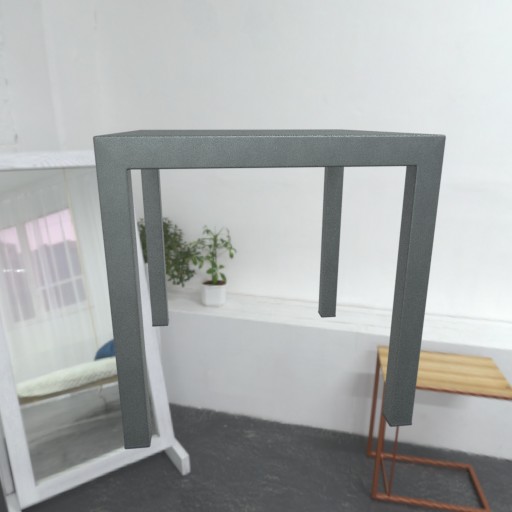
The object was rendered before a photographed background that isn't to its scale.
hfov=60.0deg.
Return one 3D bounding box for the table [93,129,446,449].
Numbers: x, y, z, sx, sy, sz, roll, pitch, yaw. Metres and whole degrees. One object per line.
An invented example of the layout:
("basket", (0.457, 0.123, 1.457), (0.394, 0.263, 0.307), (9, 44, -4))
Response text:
("table", (0.000, 0.000, 0.940), (0.508, 0.508, 0.508), (-2, 17, -7))
